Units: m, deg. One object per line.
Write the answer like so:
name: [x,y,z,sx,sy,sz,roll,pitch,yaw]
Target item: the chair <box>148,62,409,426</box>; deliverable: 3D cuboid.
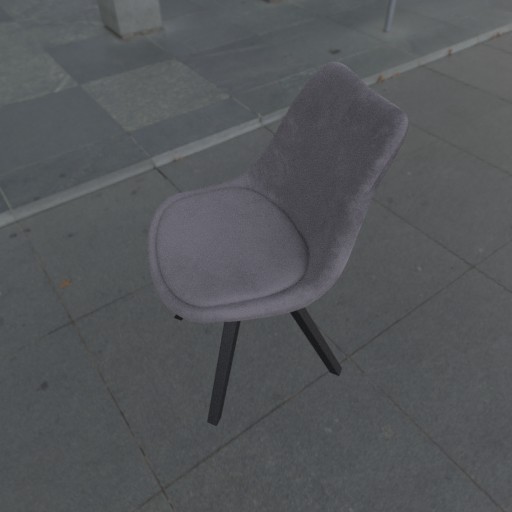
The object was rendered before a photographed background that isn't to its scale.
chair: [0.000,0.000,1.180,0.550,0.850,0.485,-16,48,-15]
